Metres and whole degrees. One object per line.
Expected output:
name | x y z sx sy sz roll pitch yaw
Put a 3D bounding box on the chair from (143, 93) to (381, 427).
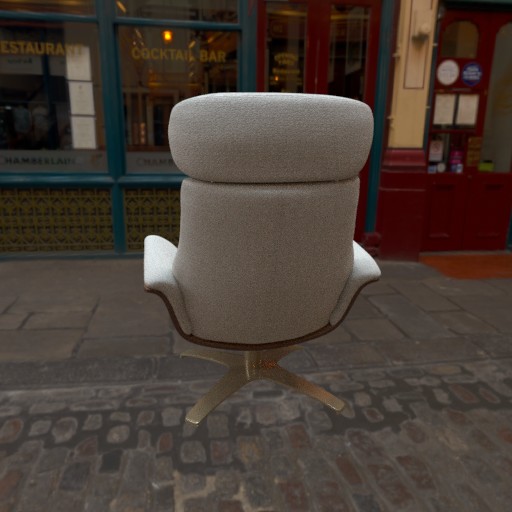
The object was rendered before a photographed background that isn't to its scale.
chair | 0.000 0.000 1.551 0.785 0.995 0.837 -2 14 -9
